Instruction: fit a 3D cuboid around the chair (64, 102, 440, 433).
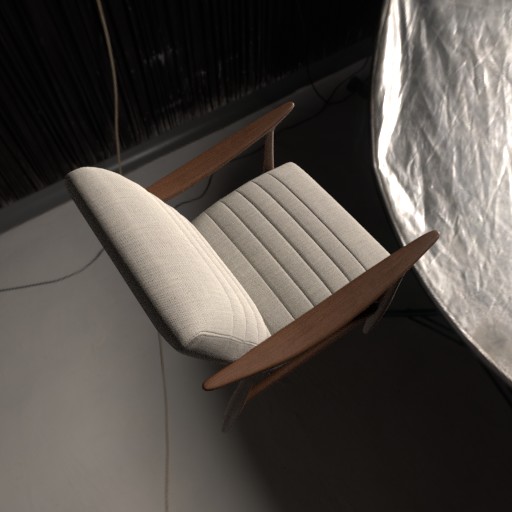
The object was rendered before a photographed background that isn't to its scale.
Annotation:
[{"bbox_3d":[0.000,0.000,1.428,0.798,0.832,0.741,-32,64,-18],"label":"chair"}]
